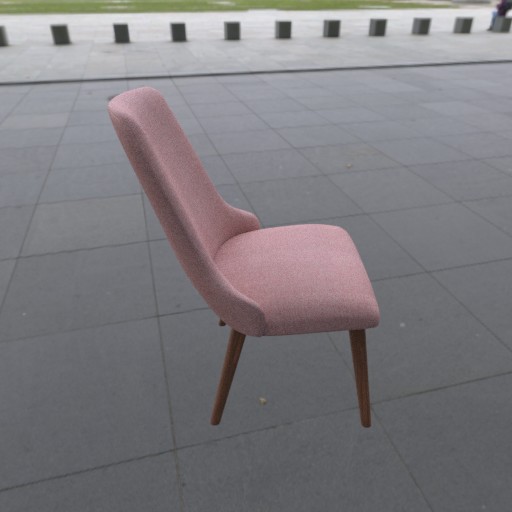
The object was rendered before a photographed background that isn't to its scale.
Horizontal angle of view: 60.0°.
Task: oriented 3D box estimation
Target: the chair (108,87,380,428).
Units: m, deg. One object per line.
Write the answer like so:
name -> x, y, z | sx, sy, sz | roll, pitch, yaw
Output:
chair -> 0.000, 0.000, 1.329 | 0.707, 0.918, 0.535 | 0, 32, 0
